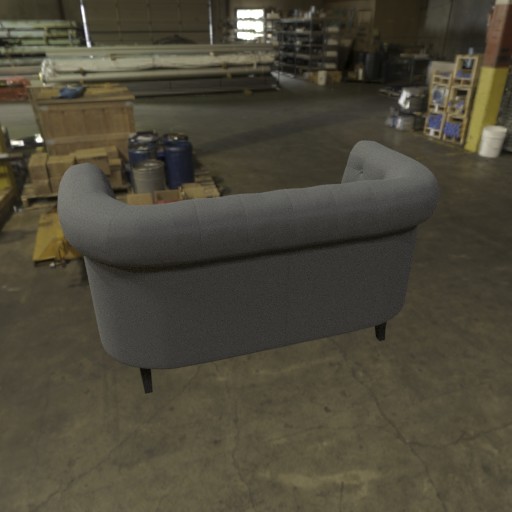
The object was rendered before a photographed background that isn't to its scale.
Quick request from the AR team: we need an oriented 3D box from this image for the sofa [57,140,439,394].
[{"bbox_3d":[0.000,0.000,2.000,1.558,0.827,0.835,-9,29,-16],"label":"sofa"}]
